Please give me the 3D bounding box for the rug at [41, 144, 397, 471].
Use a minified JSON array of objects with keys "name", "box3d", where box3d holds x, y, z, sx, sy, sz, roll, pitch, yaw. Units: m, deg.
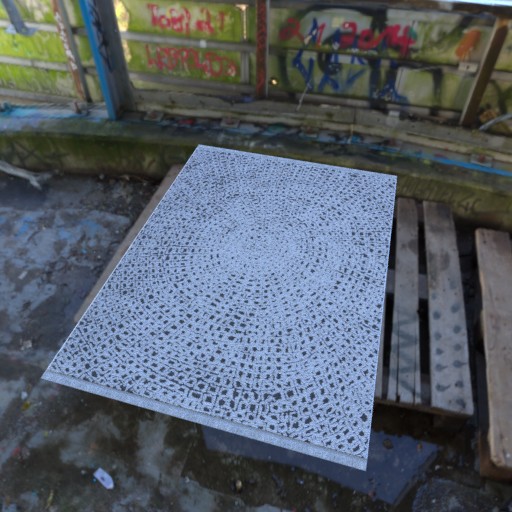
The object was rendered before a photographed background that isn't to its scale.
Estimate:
[{"name":"rug","box3d":[0.000,0.000,2.067,1.190,0.003,1.634,12,47,11]}]
